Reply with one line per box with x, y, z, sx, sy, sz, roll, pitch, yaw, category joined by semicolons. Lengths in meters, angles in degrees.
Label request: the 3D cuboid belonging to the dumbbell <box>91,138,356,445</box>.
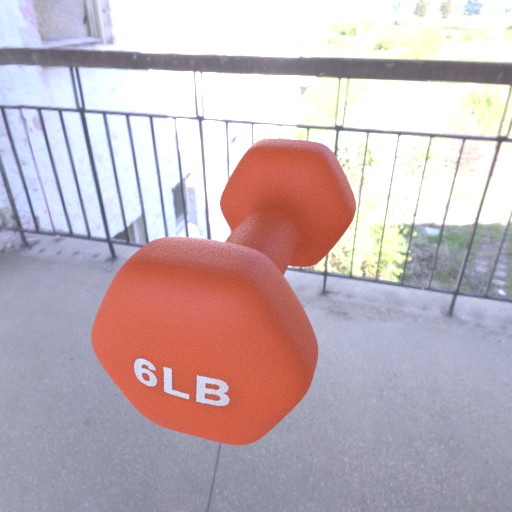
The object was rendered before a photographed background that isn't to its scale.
0.000;0.000;0.203;0.079;0.071;0.162;9;31;15;dumbbell
